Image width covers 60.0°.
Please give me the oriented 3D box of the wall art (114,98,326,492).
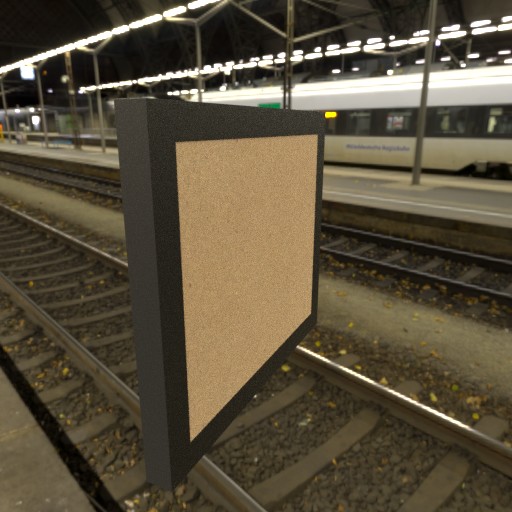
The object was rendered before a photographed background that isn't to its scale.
[{"bbox_3d":[0.000,0.000,0.506,0.028,0.321,0.381,8,18,25],"label":"wall art"}]
